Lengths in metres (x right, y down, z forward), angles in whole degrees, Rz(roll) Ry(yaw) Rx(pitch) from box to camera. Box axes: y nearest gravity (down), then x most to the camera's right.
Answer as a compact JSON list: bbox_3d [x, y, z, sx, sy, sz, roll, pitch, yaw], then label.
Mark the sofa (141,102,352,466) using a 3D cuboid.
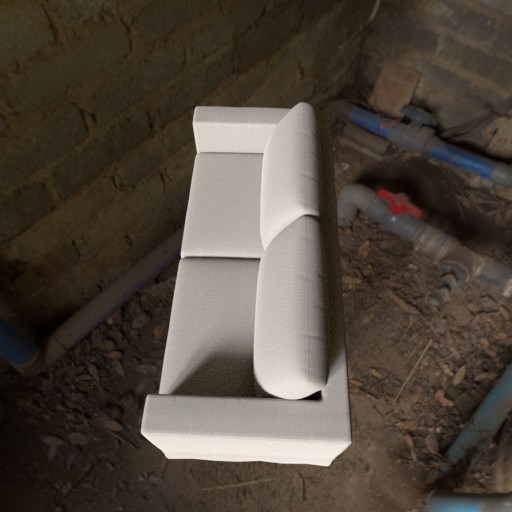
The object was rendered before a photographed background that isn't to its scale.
[{"bbox_3d":[0.000,0.000,2.664,0.954,0.881,2.163,2,58,1],"label":"sofa"}]
